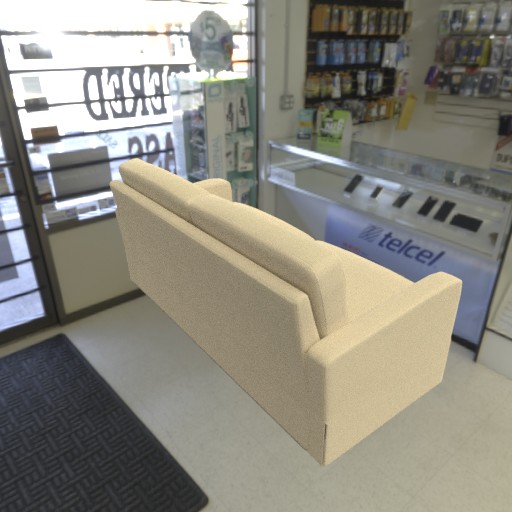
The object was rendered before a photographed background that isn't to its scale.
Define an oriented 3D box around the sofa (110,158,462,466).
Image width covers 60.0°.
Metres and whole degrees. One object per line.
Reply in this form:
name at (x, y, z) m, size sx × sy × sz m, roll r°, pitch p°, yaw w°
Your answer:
sofa at (0.000, 0.000, 2.308) m, size 0.894 × 0.831 × 1.808 m, roll -19°, pitch 32°, yaw -33°
